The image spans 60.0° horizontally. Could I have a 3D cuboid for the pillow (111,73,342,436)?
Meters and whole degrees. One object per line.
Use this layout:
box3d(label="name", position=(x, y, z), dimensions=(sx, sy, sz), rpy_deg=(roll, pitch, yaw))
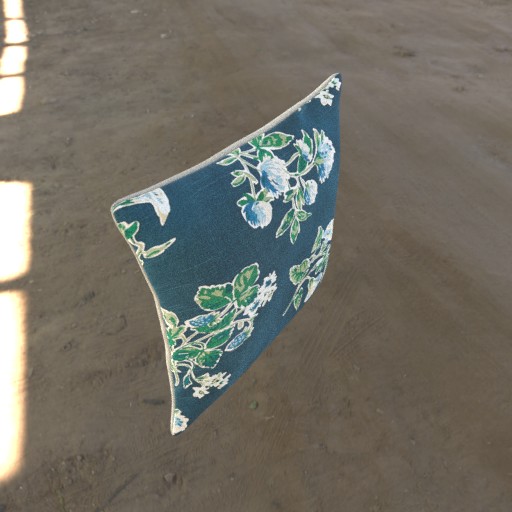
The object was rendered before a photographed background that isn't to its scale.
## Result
box3d(label="pillow", position=(0.000, 0.000, 0.807), dimensions=(0.166, 0.508, 0.525), rpy_deg=(26, 47, 27))
